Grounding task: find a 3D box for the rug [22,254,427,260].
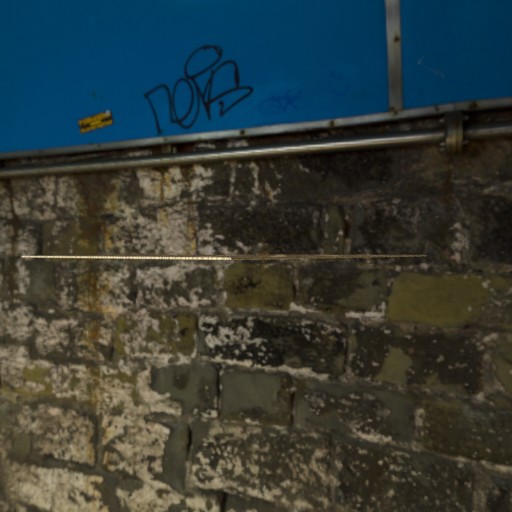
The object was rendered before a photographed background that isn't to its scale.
[{"bbox_3d":[0.000,0.000,2.893,1.522,0.008,2.284,0,0,37],"label":"rug"}]
